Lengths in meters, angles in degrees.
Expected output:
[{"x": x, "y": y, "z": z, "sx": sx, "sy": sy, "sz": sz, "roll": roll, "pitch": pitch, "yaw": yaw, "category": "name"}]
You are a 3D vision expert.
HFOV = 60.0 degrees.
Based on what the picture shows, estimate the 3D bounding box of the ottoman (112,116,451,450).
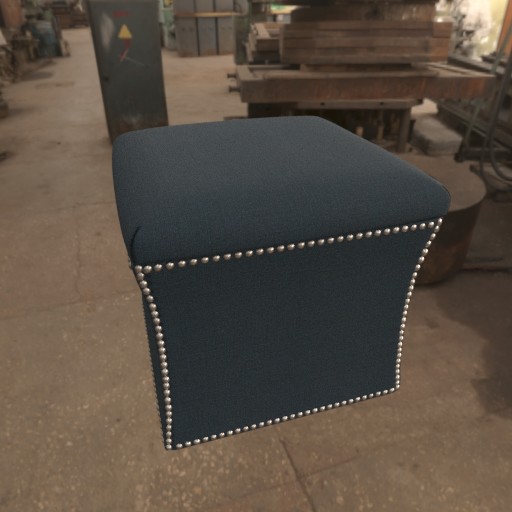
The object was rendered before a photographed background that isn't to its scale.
[{"x": 0.000, "y": 0.000, "z": 0.911, "sx": 0.507, "sy": 0.475, "sz": 0.497, "roll": -9, "pitch": 32, "yaw": -15, "category": "ottoman"}]
